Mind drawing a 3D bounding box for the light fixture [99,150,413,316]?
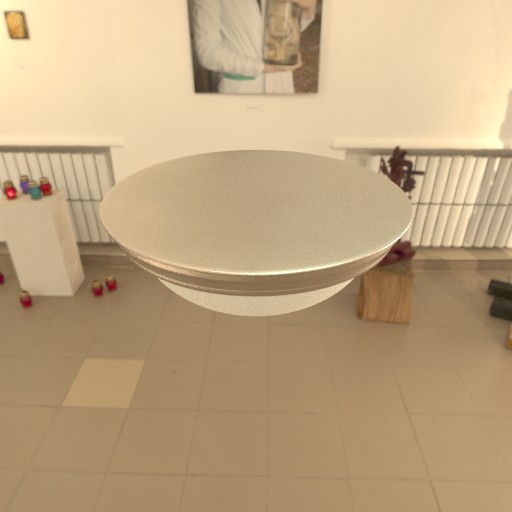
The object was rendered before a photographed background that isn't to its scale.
[{"bbox_3d":[0.000,0.000,0.446,0.280,0.135,0.280,0,30,0],"label":"light fixture"}]
